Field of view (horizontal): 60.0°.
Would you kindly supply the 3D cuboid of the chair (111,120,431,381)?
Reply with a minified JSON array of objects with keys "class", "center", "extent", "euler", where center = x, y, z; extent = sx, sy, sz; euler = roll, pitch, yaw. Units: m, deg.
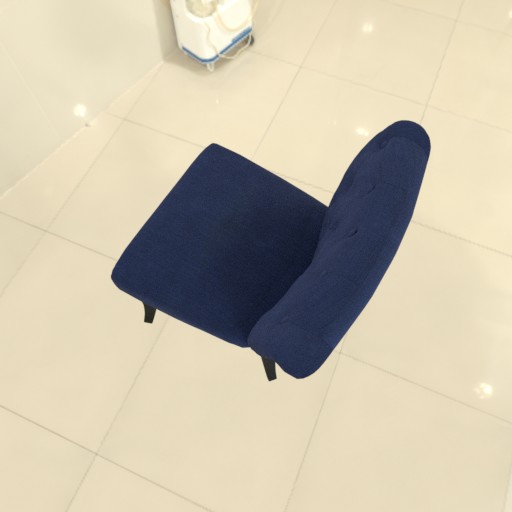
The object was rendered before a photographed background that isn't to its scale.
[{"class":"chair","center":[0.000,0.000,1.201],"extent":[0.606,0.753,0.585],"euler":[28,69,12]}]
